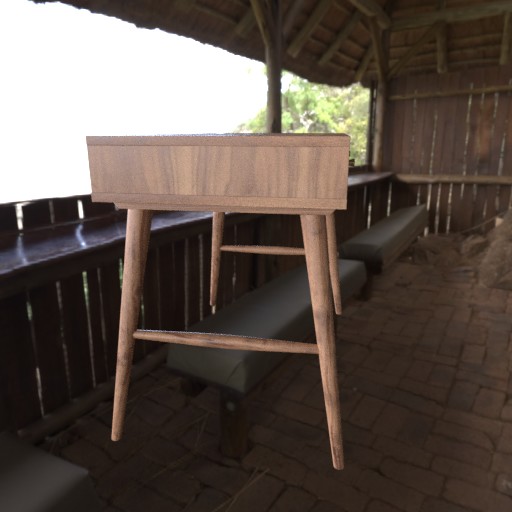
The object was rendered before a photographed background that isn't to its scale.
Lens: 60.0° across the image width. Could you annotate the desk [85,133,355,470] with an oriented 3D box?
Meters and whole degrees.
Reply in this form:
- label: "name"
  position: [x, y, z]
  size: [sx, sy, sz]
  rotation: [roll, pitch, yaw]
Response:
- label: "desk"
  position: [0.000, 0.000, 1.428]
  size: [0.588, 0.758, 0.949]
  rotation: [3, 16, 10]
